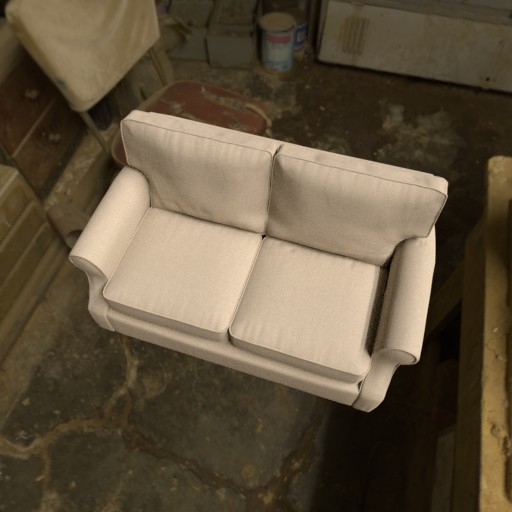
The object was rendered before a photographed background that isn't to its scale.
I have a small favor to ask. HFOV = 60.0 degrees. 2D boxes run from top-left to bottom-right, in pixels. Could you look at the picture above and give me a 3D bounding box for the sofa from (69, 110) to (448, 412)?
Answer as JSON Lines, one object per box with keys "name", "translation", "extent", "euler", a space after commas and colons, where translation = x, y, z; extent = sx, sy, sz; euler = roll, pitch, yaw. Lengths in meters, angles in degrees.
{"name": "sofa", "translation": [0.000, 0.000, 2.230], "extent": [1.665, 0.937, 0.964], "euler": [15, 59, 9]}
